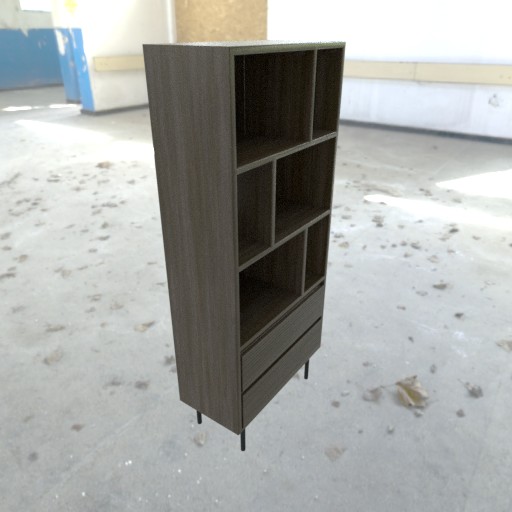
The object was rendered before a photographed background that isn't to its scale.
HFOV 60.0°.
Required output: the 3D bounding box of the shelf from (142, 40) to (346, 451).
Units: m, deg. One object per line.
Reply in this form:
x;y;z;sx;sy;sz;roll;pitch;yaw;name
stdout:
0.000;0.000;1.779;0.323;1.545;0.670;18;32;31;shelf
